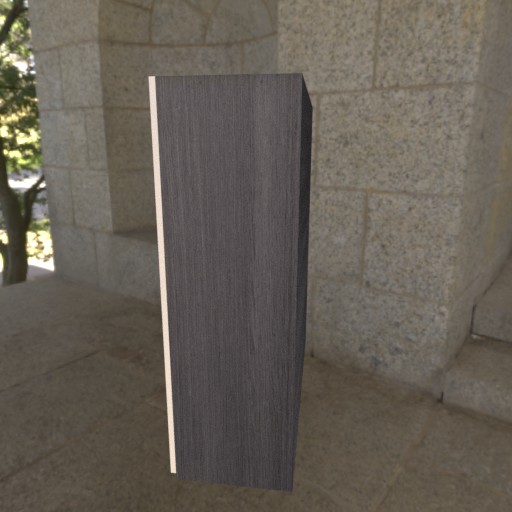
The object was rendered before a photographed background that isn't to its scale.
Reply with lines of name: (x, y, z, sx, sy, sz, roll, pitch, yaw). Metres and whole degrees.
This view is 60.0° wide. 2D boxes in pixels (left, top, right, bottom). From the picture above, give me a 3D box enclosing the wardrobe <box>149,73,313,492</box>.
wardrobe: (0.000, 0.000, 2.867, 0.629, 1.960, 1.780, 2, 15, 8)
